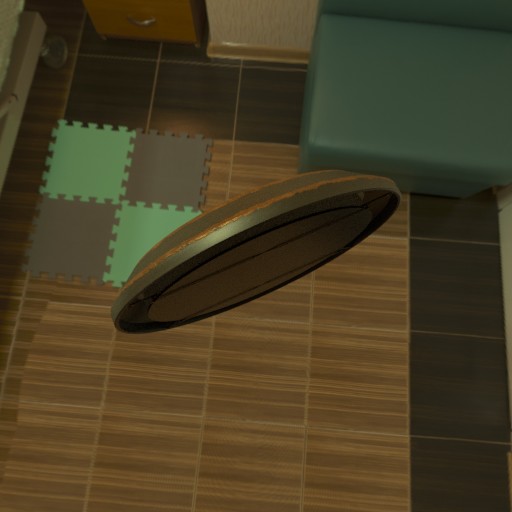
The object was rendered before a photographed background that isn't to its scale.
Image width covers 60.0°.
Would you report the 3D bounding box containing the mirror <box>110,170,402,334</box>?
[{"bbox_3d":[0.000,0.000,1.360,0.907,0.907,0.111,-23,76,-6],"label":"mirror"}]
